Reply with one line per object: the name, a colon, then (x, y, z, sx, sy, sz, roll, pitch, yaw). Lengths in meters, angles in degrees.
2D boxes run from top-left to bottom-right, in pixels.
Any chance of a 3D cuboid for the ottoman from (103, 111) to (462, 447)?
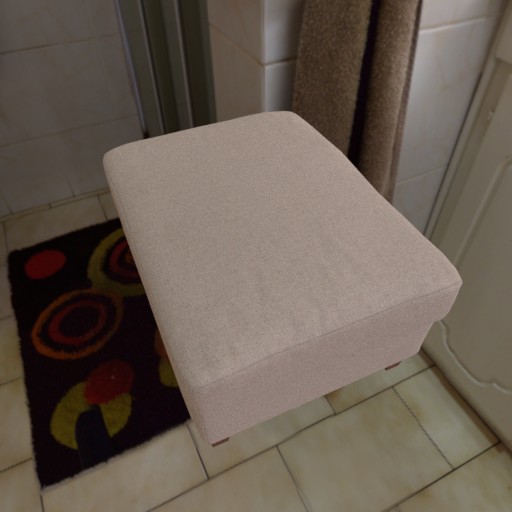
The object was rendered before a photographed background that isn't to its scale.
ottoman: (0.000, 0.000, 1.347, 0.692, 0.511, 0.902, -18, 49, -17)
